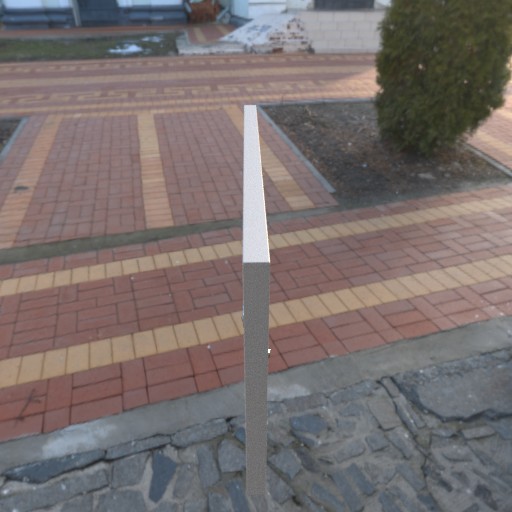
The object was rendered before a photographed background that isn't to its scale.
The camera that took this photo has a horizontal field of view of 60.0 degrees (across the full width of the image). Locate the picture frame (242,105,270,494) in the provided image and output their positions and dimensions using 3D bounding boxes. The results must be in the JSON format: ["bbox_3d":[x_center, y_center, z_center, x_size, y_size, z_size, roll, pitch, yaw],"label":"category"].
[{"bbox_3d":[0.000,0.000,0.790,0.044,0.379,0.647,-1,31,-1],"label":"picture frame"}]
